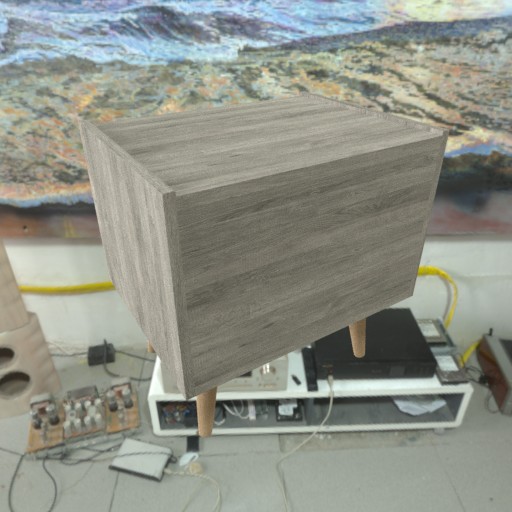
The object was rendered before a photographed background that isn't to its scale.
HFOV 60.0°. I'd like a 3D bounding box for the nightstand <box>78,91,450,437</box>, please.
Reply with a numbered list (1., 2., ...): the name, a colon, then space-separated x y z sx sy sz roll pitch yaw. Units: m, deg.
1. nightstand: 0.000 0.000 0.852 0.480 0.500 0.380 -18 35 -27
